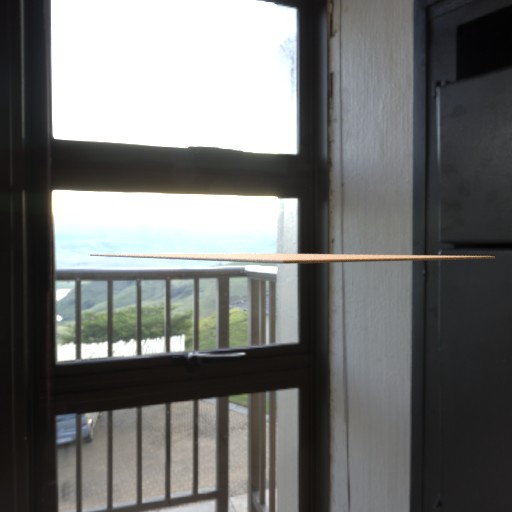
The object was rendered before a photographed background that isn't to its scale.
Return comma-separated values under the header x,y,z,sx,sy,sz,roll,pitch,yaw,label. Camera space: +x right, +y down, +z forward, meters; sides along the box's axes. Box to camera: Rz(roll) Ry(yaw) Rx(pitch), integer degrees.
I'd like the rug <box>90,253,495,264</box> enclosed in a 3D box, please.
x,y,z,sx,sy,sz,roll,pitch,yaw,label
0.000,0.000,3.004,1.531,0.014,2.441,-1,1,-36,rug
